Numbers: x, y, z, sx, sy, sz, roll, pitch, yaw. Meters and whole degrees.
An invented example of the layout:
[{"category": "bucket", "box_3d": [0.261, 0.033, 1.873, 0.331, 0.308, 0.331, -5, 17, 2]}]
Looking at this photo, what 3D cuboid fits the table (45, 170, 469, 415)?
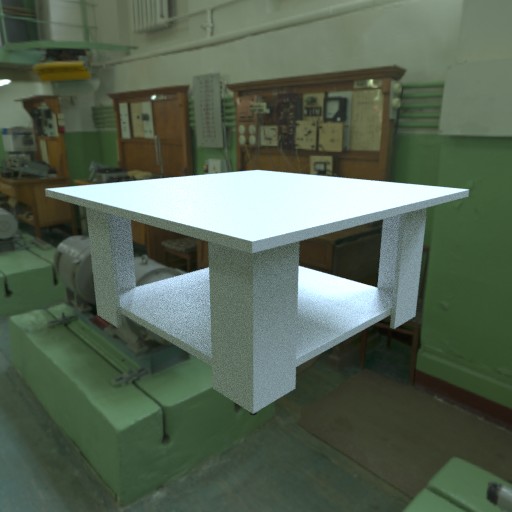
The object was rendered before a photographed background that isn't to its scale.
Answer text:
[{"category": "table", "box_3d": [0.000, 0.000, 1.032, 0.670, 0.305, 0.670, -15, 22, -42]}]
